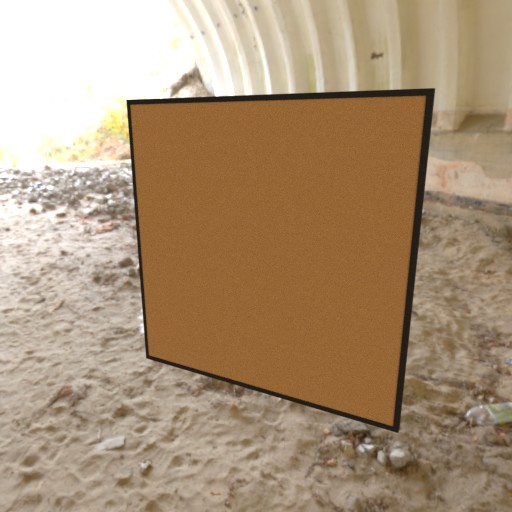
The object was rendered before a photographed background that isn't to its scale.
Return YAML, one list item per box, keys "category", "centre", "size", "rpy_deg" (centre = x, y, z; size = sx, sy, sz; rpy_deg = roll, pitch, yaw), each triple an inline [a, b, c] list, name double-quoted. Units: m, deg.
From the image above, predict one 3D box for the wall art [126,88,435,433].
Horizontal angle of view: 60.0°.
- category: "wall art"
  centre: [0.000, 0.000, 0.969]
  size: [0.664, 0.663, 0.015]
  rpy_deg: [8, 18, 26]
